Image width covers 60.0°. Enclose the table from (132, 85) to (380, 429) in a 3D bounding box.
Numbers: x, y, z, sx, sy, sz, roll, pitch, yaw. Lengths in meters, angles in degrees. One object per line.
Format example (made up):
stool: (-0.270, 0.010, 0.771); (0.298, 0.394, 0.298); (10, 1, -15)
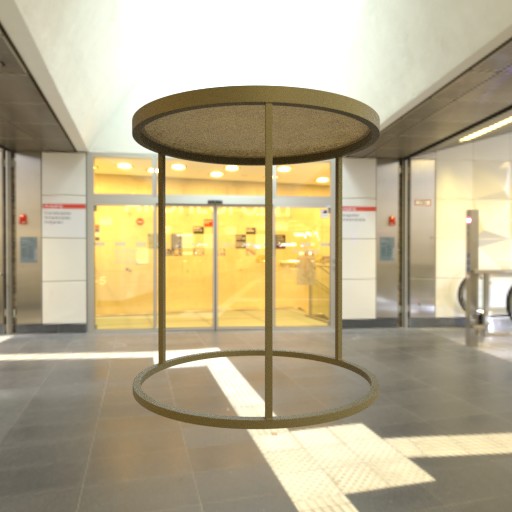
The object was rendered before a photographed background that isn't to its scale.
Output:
table: (0.000, 0.000, 0.874); (0.470, 0.498, 0.470); (0, 1, 0)
